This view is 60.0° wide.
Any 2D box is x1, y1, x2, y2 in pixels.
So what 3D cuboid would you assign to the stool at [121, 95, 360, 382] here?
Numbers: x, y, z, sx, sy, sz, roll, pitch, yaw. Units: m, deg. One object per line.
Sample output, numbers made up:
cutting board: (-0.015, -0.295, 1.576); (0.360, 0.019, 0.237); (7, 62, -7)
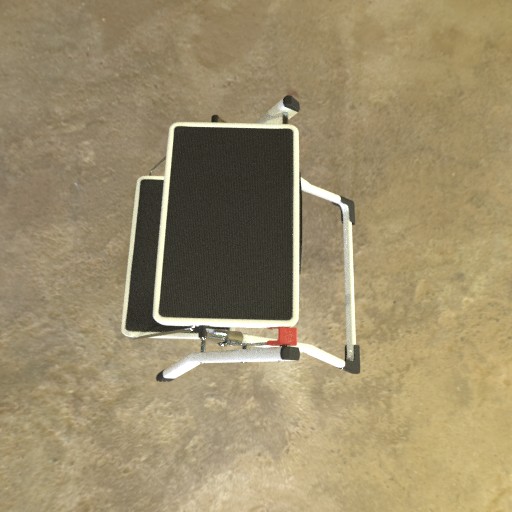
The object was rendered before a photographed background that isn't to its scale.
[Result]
stool: (0.000, 0.000, 0.863); (0.490, 0.445, 0.485); (1, 74, 0)
